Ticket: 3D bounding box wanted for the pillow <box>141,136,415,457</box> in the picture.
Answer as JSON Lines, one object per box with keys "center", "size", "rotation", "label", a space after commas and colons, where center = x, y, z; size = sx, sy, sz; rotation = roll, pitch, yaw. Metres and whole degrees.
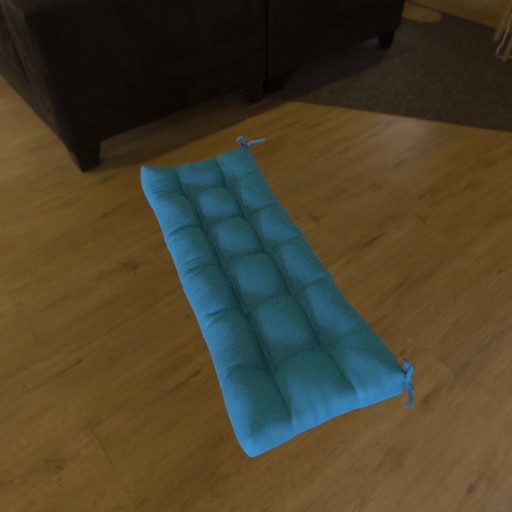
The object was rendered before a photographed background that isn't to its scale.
{"center": [0.000, 0.000, 1.408], "size": [0.511, 0.174, 1.194], "rotation": [-17, 49, -15], "label": "pillow"}
